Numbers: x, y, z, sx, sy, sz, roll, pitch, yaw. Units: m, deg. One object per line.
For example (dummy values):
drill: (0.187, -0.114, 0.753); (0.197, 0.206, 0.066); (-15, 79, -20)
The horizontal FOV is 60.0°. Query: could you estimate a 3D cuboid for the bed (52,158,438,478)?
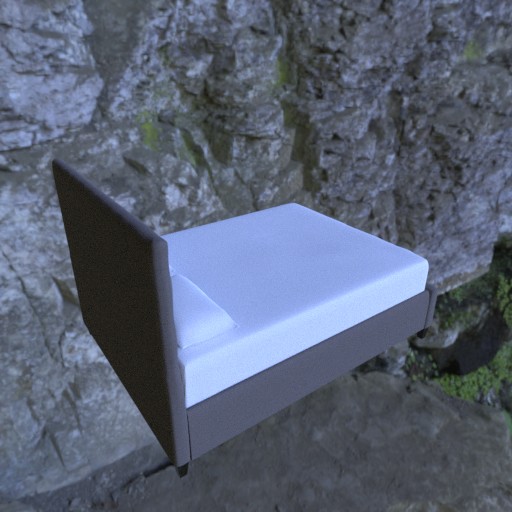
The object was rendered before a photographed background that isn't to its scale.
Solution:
bed: (0.000, 0.000, 3.264); (2.233, 1.426, 1.696); (-18, 31, -31)
